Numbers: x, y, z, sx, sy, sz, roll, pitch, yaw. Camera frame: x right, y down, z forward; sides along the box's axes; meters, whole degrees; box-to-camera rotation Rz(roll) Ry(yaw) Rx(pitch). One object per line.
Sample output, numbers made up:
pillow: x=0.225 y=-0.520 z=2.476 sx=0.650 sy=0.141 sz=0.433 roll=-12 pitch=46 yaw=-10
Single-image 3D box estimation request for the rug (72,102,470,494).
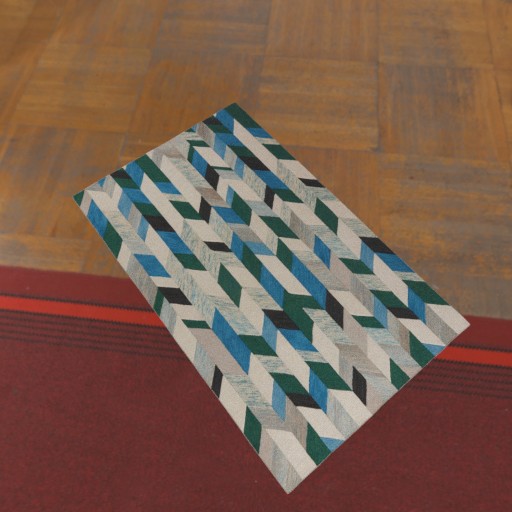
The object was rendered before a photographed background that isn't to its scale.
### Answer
rug: x=0.000 y=0.000 z=2.995 sx=1.507 sy=0.007 sz=2.433 roll=-35 pitch=68 yaw=-16
